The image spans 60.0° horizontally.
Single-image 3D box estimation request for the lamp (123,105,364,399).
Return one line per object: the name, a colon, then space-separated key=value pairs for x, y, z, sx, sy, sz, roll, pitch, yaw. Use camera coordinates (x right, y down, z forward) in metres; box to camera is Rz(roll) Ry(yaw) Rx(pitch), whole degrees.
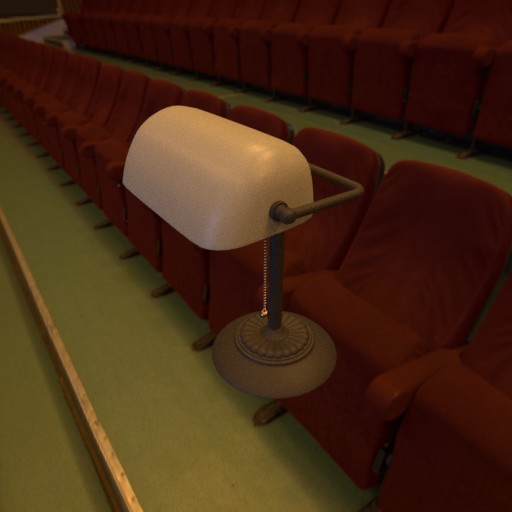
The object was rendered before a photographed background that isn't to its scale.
lamp: x=0.000 y=0.000 z=0.539 sx=0.243 sy=0.339 sz=0.264 roll=-20 pitch=36 yaw=-30
